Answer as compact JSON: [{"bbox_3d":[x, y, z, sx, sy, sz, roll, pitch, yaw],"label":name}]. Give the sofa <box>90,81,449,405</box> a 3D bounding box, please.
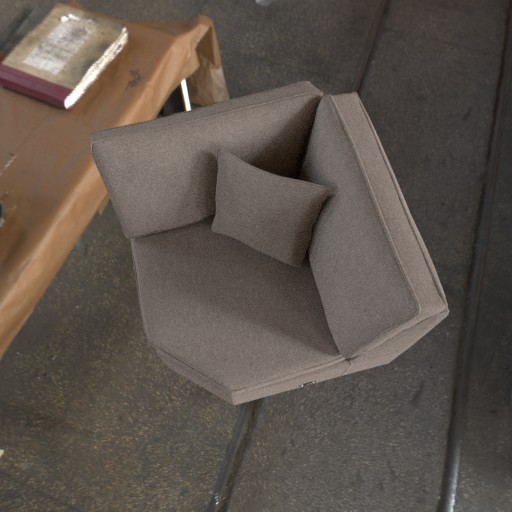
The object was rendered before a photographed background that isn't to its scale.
[{"bbox_3d":[0.000,0.000,1.865,1.050,0.951,1.042,-13,65,-6],"label":"sofa"}]
